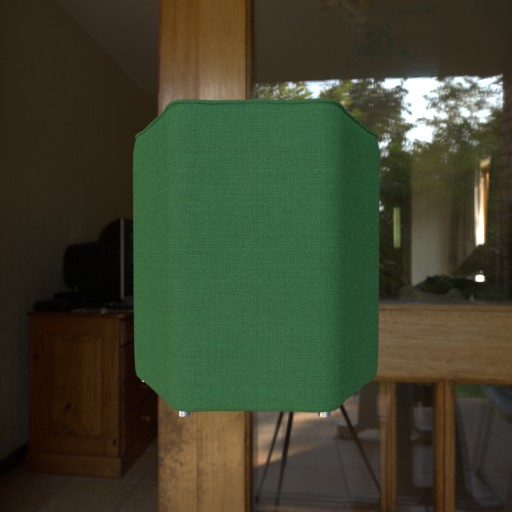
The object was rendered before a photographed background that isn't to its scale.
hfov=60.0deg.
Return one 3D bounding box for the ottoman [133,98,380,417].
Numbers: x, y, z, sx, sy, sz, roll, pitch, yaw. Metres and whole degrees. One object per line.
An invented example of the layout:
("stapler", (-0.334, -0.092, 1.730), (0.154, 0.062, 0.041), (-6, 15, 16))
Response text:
("ottoman", (0.000, 0.000, 0.900), (0.499, 0.507, 0.444), (0, 0, 1))
